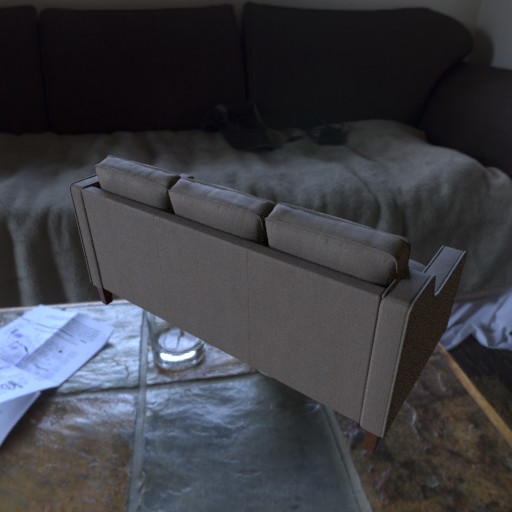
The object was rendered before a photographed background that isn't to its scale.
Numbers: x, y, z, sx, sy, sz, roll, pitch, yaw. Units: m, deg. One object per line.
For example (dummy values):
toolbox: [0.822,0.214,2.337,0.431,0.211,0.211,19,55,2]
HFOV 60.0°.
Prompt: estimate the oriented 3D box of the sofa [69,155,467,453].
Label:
sofa: [0.000,0.000,2.493,1.986,0.974,0.911,20,35,31]
